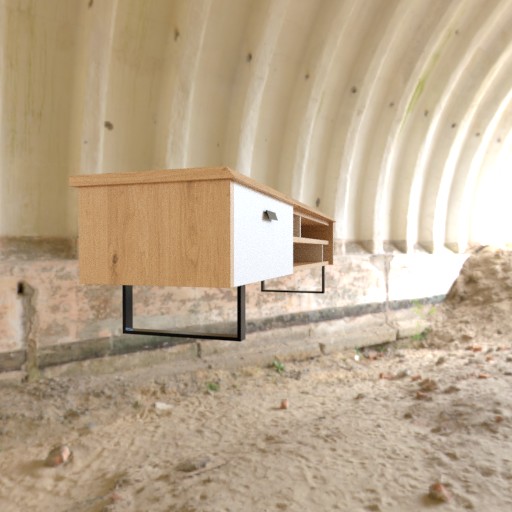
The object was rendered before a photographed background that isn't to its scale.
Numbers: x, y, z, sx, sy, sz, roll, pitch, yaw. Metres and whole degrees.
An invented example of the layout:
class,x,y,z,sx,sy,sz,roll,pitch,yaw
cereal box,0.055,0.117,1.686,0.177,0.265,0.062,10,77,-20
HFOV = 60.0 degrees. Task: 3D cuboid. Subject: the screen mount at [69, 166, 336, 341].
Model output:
class,x,y,z,sx,sy,sz,roll,pitch,yaw
screen mount,0.000,0.000,1.870,0.450,0.430,1.700,0,1,18
